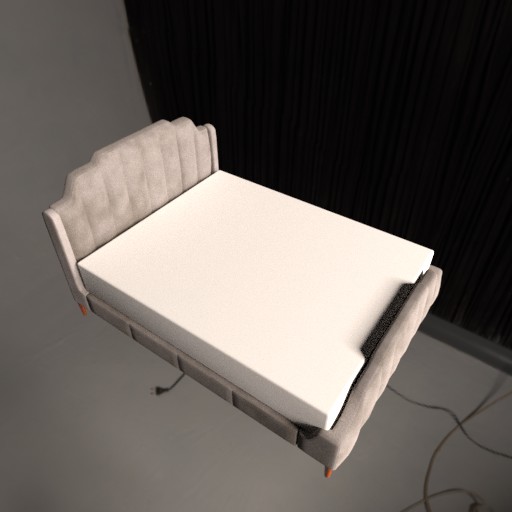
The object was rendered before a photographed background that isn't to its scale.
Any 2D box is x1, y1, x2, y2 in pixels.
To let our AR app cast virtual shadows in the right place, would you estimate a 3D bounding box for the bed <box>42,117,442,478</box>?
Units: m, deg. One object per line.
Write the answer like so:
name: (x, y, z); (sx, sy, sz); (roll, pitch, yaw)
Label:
bed: (0.000, 0.000, 3.206); (2.340, 1.245, 1.676); (25, 47, 26)
